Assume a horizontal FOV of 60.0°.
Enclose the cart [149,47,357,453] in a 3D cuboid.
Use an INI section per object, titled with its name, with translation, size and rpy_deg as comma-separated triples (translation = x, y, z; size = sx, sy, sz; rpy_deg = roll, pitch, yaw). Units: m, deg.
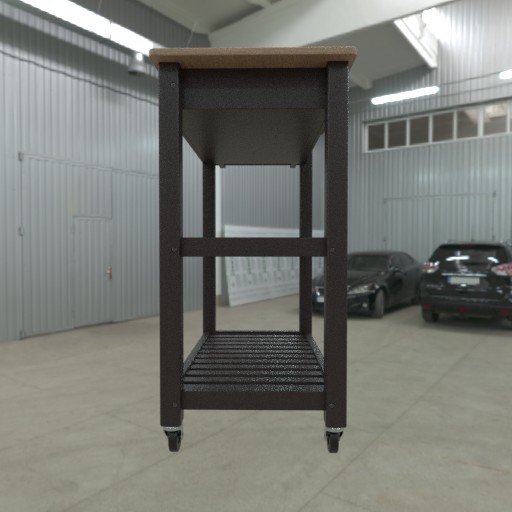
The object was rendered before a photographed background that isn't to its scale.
[cart]
translation = 0.000, 0.000, 1.421
size = 0.457, 0.927, 0.899
rpy_deg = 0, 1, 1
